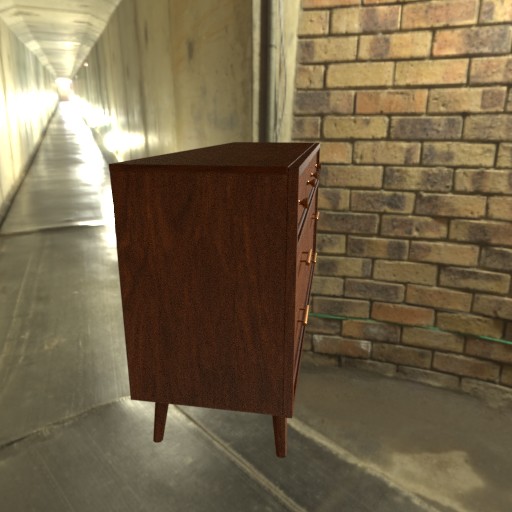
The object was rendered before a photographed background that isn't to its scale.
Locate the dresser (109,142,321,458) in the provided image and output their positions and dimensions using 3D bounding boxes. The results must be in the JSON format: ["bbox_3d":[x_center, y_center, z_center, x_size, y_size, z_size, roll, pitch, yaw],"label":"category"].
[{"bbox_3d":[0.000,0.000,1.898,0.500,0.889,1.472,3,17,9],"label":"dresser"}]
